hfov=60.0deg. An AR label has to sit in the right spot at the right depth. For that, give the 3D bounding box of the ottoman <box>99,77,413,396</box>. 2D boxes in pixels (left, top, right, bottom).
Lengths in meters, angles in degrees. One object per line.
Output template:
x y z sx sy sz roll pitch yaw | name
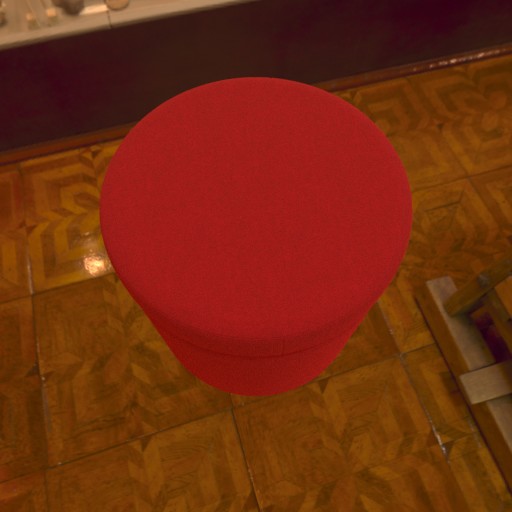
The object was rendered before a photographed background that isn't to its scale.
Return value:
0.000 0.000 0.736 0.400 0.406 0.400 0 64 0 | ottoman
